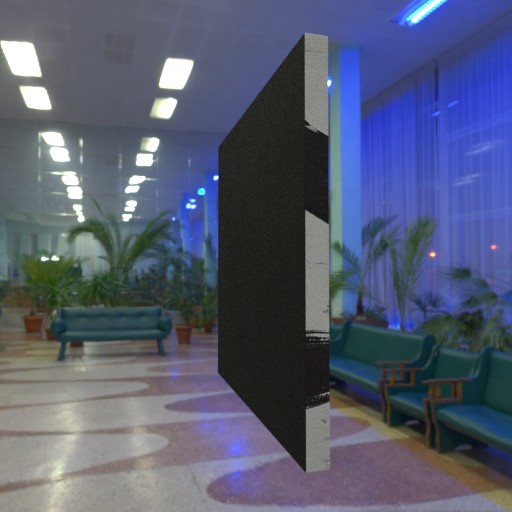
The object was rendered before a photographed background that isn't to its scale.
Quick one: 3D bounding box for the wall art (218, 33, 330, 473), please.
[{"bbox_3d":[0.000,0.000,1.141,0.046,0.765,0.765,0,-2,-16],"label":"wall art"}]
